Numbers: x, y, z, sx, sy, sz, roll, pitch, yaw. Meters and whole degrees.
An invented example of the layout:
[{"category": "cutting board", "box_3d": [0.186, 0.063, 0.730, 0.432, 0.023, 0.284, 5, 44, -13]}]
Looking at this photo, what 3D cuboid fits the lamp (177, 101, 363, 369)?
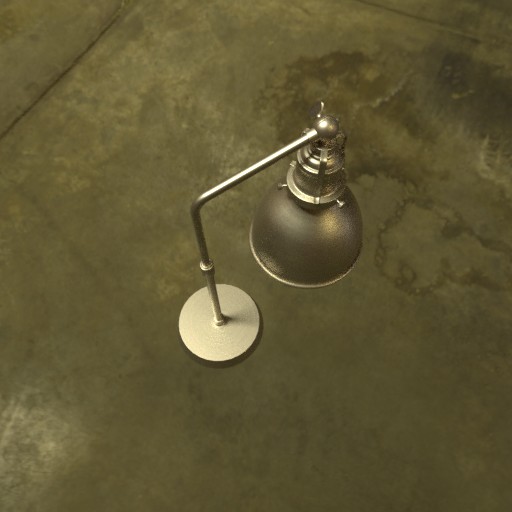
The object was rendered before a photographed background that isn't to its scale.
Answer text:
[{"category": "lamp", "box_3d": [0.000, 0.000, 0.589, 0.286, 0.456, 0.153, -16, 64, -8]}]
